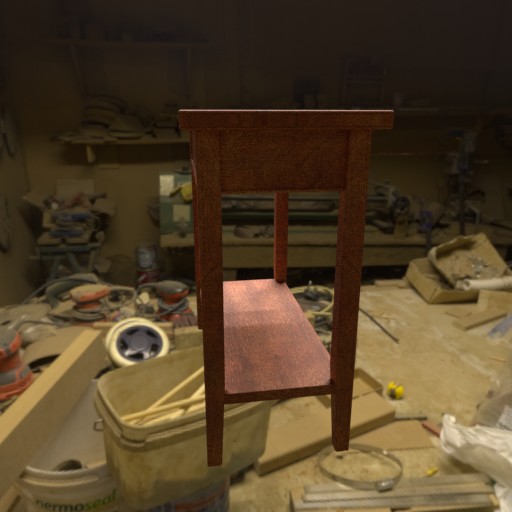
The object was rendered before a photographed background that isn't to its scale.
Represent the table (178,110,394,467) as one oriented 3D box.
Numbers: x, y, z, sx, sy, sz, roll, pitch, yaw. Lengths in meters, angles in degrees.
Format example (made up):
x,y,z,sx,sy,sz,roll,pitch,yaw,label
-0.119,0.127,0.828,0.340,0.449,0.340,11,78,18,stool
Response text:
x,y,z,sx,sy,sz,roll,pitch,yaw,label
0.000,0.000,0.987,0.305,0.610,0.610,-3,18,-9,table
